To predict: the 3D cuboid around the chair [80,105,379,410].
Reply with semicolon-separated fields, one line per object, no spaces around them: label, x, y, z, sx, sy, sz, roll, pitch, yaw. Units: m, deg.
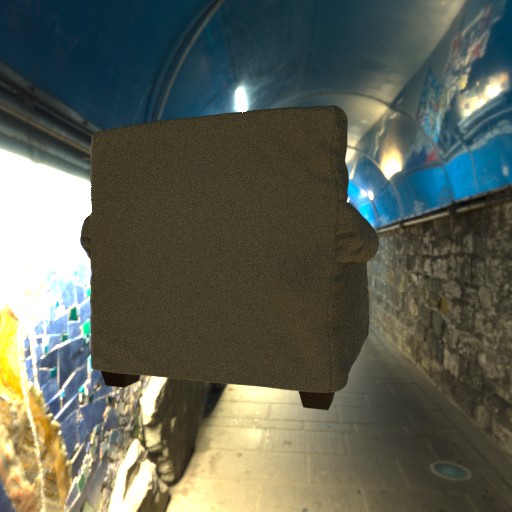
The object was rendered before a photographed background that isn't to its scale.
chair;0.000;0.000;1.798;0.940;0.866;1.066;0;0;19
